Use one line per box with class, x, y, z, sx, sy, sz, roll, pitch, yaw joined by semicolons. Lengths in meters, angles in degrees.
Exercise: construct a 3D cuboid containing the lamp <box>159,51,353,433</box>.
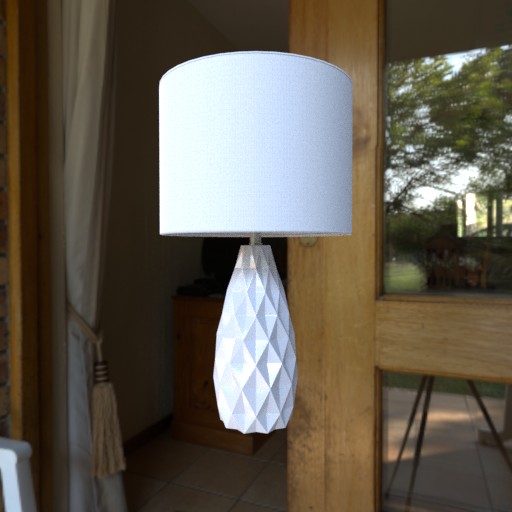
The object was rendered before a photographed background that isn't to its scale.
lamp;0.000;0.000;0.702;0.297;0.522;0.297;0;1;0
